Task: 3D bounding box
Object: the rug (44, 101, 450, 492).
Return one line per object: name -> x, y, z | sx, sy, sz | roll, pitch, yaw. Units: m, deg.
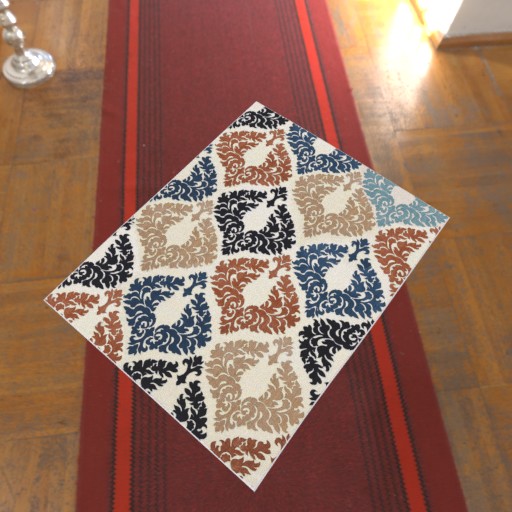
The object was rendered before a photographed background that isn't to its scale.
rug -> 0.000, 0.000, 4.128 | 2.423, 0.014, 3.040 | 36, 69, 16
